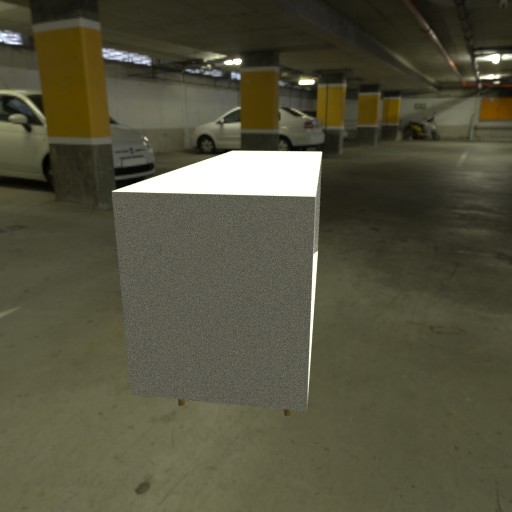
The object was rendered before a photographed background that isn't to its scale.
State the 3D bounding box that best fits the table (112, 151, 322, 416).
[{"bbox_3d":[0.000,0.000,1.887,0.508,0.769,1.500,3,17,8],"label":"table"}]
